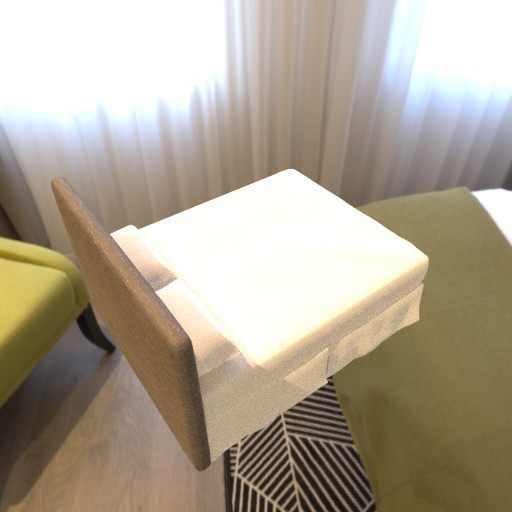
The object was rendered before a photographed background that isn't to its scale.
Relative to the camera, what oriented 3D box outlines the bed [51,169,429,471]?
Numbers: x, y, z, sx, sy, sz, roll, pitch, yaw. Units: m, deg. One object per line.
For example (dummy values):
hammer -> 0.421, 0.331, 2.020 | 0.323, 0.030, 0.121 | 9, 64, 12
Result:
bed -> 0.000, 0.000, 3.243 | 2.142, 1.330, 1.723 | -26, 48, -26
